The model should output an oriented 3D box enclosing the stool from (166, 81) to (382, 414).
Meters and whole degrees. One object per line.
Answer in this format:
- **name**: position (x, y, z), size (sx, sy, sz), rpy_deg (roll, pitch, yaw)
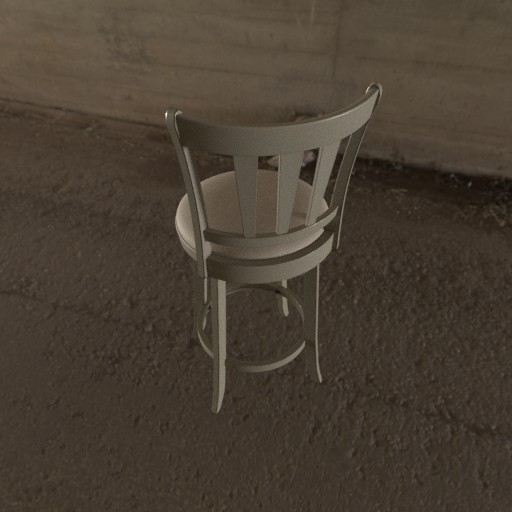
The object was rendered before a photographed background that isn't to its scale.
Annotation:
- **stool**: position (0.000, 0.000, 1.279), size (0.436, 1.042, 0.475), rpy_deg (-12, 42, -13)
